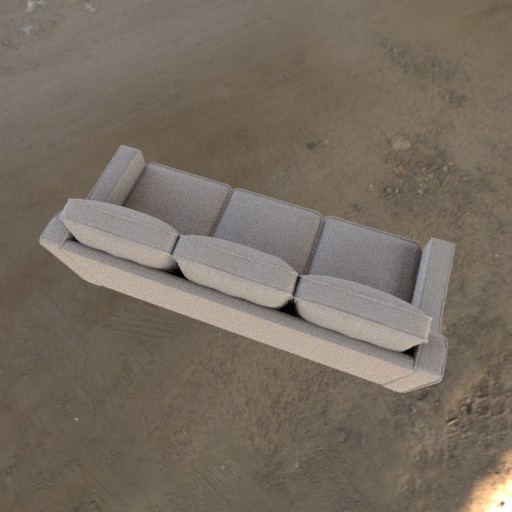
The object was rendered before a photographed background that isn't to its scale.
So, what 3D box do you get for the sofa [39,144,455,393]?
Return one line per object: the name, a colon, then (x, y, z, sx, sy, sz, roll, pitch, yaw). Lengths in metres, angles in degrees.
sofa: (0.000, 0.000, 2.627, 2.129, 0.950, 0.899, 18, 65, 9)
